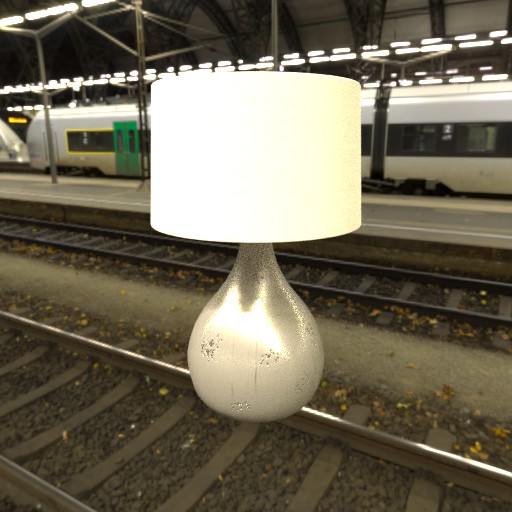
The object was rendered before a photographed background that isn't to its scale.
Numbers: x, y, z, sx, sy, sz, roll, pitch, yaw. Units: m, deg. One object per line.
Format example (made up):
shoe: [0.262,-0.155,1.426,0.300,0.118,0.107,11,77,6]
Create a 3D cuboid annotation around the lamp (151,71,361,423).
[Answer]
lamp: [0.000,0.000,0.729,0.330,0.521,0.330,0,14,0]
